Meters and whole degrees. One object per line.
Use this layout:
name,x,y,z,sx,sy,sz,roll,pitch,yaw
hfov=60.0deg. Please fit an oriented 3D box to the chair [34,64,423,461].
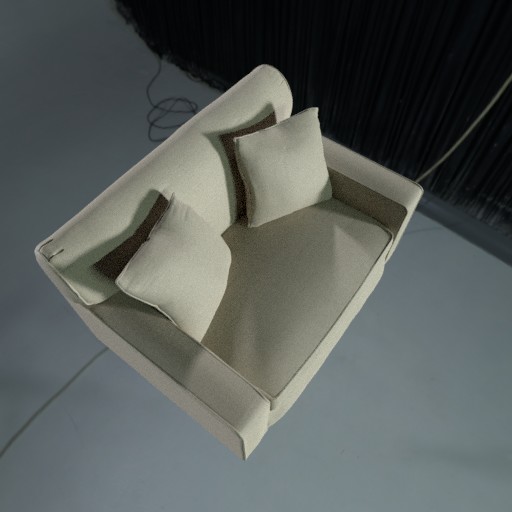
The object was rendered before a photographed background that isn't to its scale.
chair,0.000,0.000,2.047,1.000,0.948,1.383,33,63,19
